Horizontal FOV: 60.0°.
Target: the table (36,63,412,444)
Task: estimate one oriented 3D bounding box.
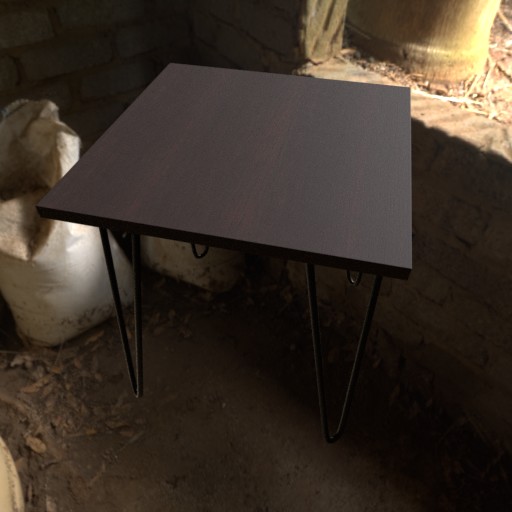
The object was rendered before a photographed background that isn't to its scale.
[{"bbox_3d":[0.000,0.000,0.927,0.495,0.559,0.495,10,46,10],"label":"table"}]
